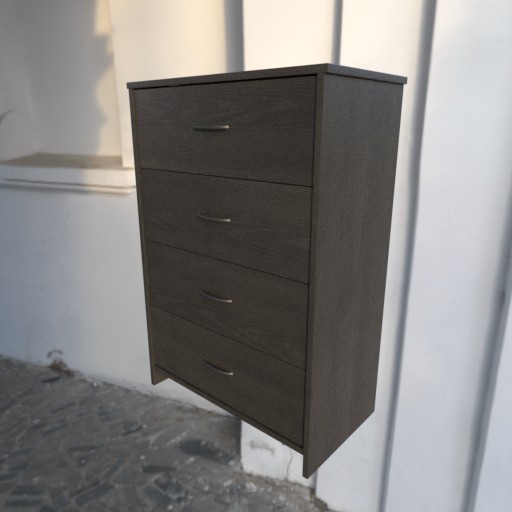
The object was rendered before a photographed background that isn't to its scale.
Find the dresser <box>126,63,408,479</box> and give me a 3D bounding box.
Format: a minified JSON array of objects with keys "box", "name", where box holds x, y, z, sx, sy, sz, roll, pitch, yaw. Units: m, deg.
[{"box":[0.000,0.000,1.376,0.700,1.020,0.398,14,22,39],"name":"dresser"}]
